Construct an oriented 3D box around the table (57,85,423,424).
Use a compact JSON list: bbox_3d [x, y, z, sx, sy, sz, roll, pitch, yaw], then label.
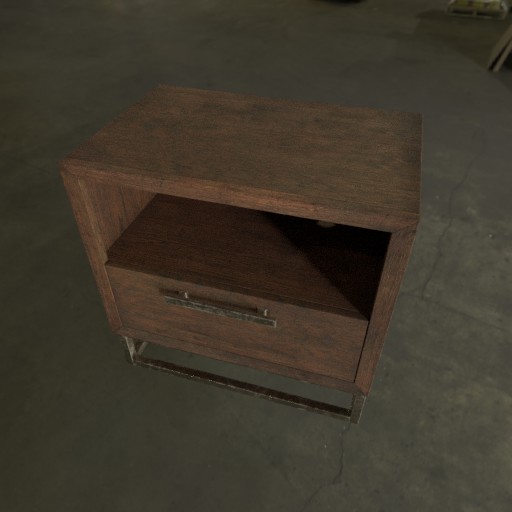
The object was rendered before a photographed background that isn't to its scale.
[{"bbox_3d":[0.000,0.000,1.305,0.767,0.746,0.542,11,42,13],"label":"table"}]
